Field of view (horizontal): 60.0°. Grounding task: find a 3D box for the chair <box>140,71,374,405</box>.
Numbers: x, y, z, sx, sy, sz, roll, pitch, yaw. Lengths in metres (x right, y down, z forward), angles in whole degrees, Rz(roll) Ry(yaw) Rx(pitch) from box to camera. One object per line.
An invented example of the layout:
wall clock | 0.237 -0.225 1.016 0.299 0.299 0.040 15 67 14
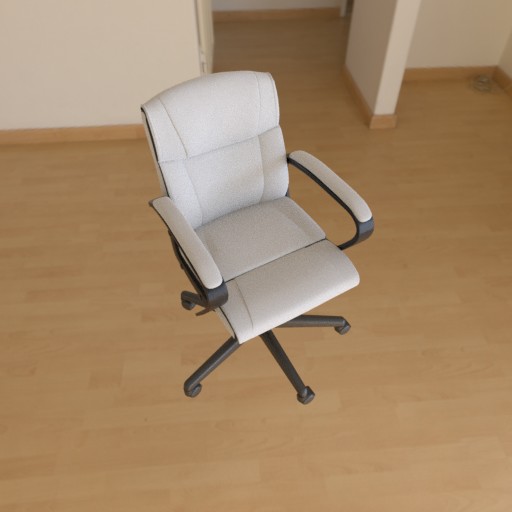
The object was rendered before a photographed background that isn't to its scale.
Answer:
chair | 0.000 0.000 1.527 0.739 1.004 0.717 -23 50 -20
